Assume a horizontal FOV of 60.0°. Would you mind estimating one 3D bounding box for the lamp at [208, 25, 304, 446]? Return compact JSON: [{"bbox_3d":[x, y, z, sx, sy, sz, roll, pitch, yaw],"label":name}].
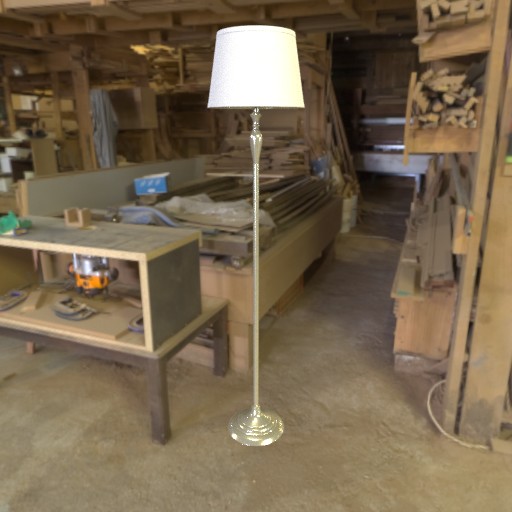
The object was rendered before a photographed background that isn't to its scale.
[{"bbox_3d":[0.000,0.000,1.655,0.327,1.506,0.327,8,19,24],"label":"lamp"}]
